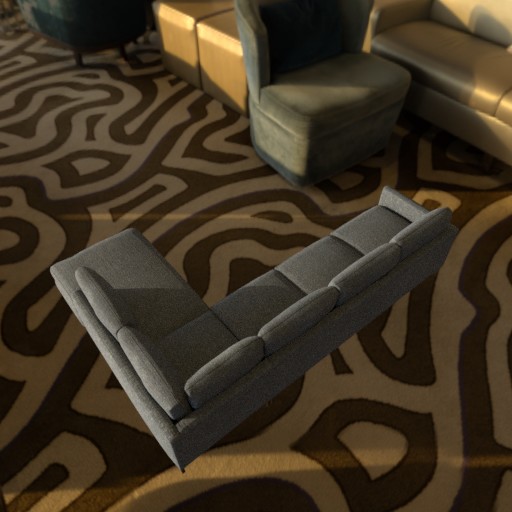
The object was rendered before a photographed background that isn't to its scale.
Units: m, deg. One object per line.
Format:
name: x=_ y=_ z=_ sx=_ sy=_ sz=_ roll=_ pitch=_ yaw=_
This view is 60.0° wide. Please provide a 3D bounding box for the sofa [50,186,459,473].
sofa: x=0.000 y=0.000 z=3.860 sx=2.949 sy=0.815 sz=2.007 roll=-30 pitch=54 yaw=-25
